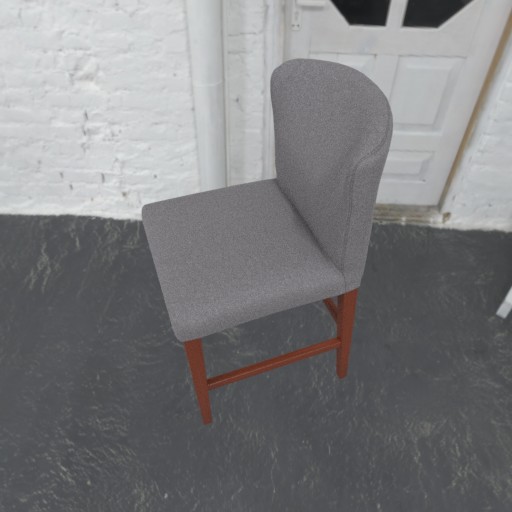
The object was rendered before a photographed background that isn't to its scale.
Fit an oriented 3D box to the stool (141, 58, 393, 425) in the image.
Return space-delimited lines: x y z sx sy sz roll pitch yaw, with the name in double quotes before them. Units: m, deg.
"stool" 0.000 0.000 1.286 0.568 0.968 0.481 -15 48 -14
